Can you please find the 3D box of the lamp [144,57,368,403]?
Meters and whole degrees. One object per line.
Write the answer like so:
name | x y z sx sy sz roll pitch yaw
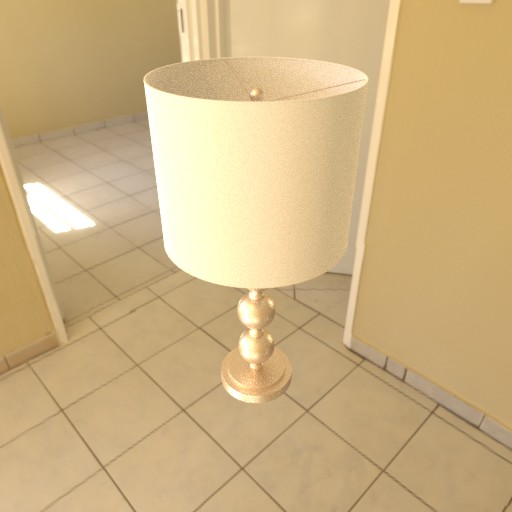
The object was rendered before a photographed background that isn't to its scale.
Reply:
lamp | 0.000 0.000 0.698 0.277 0.538 0.277 22 39 30
